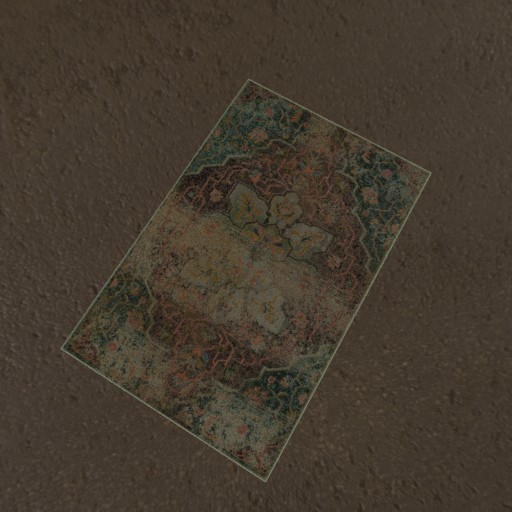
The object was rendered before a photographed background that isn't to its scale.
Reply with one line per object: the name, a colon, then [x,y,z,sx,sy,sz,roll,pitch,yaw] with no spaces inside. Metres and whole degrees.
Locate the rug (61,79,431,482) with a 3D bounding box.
rug: [0.000,0.000,2.999,1.566,0.004,2.363,31,77,8]
